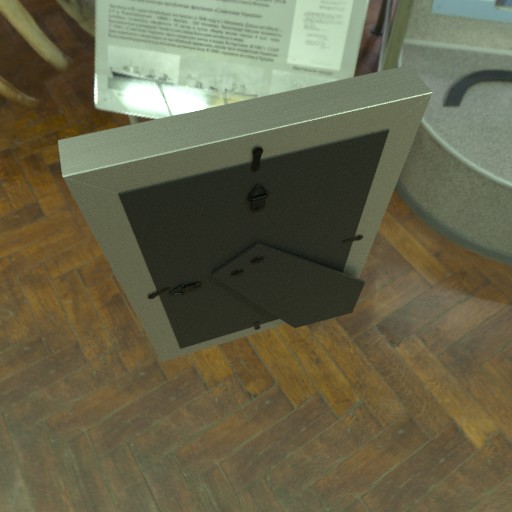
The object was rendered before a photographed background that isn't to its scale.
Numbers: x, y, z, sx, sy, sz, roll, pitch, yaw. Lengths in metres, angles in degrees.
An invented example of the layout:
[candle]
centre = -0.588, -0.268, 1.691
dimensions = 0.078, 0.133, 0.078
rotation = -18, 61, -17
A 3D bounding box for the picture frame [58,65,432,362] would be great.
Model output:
[picture frame]
centre = 0.000, 0.000, 0.270
dimensions = 0.157, 0.208, 0.028
rotation = -15, 59, -10
